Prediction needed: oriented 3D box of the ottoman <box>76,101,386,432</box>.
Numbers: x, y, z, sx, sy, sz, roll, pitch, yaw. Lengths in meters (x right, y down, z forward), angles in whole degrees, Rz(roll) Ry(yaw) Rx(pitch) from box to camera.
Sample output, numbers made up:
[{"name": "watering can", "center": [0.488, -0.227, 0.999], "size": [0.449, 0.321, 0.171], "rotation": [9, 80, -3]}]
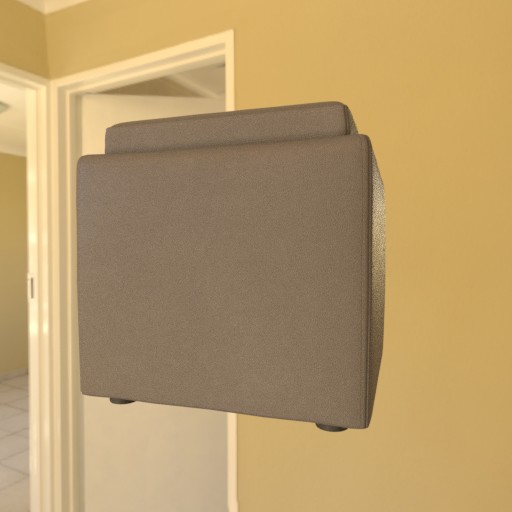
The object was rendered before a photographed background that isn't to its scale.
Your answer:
[{"name": "ottoman", "center": [0.000, 0.000, 0.819], "size": [0.450, 0.460, 0.451], "rotation": [0, 1, 18]}]
